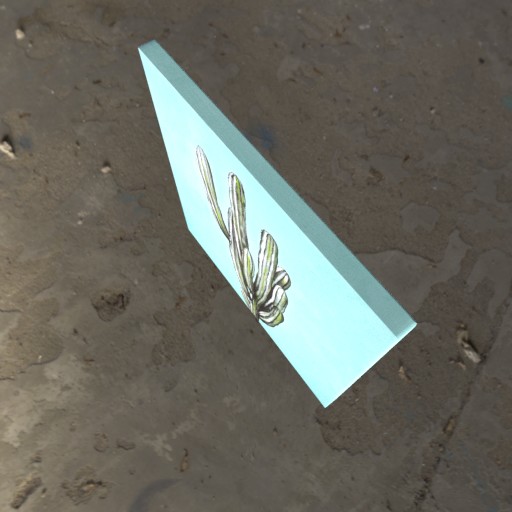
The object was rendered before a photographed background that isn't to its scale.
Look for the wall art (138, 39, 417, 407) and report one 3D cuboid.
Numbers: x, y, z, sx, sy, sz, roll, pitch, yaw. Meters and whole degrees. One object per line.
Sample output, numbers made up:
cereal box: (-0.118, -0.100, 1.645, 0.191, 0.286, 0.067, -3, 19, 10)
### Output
wall art: (0.000, 0.000, 1.583, 0.070, 1.073, 1.071, -34, 69, -15)
